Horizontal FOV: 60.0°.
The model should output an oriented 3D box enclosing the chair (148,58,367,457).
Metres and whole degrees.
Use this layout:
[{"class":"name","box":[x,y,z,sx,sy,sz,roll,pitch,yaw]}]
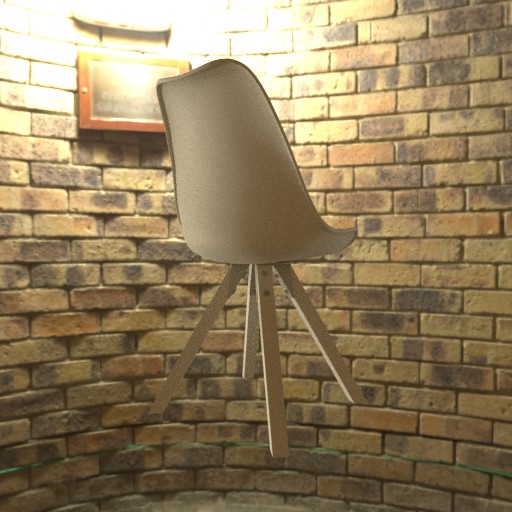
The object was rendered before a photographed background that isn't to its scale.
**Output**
[{"class":"chair","box":[0.000,0.000,1.212,0.485,0.850,0.550,1,1,37]}]
